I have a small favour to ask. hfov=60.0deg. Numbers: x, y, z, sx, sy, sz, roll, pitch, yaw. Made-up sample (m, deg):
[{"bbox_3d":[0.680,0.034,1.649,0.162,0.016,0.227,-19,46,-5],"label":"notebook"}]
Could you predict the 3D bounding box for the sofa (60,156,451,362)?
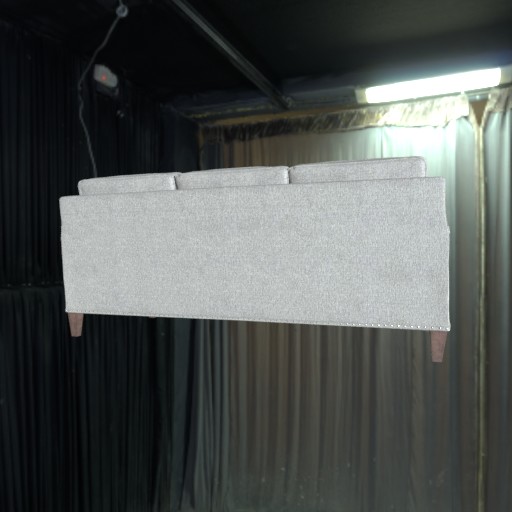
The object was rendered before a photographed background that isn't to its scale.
[{"bbox_3d":[0.000,0.000,2.836,2.246,1.003,1.084,0,0,19],"label":"sofa"}]
